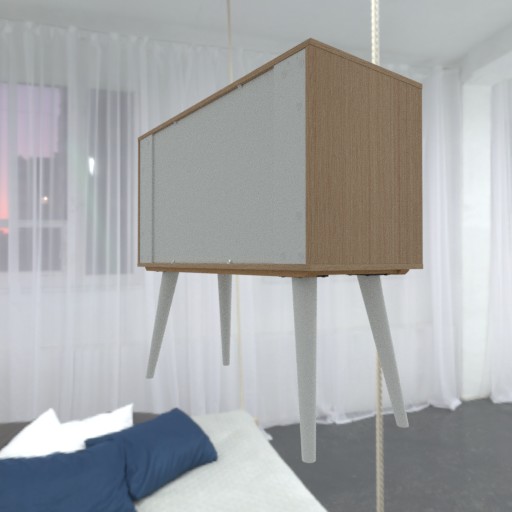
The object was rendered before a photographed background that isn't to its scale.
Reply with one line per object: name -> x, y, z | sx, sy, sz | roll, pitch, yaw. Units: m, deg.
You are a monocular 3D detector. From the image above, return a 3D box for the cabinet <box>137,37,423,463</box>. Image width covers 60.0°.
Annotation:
cabinet -> 0.000, 0.000, 1.601 | 0.470, 1.016, 1.057 | 1, -1, -37
